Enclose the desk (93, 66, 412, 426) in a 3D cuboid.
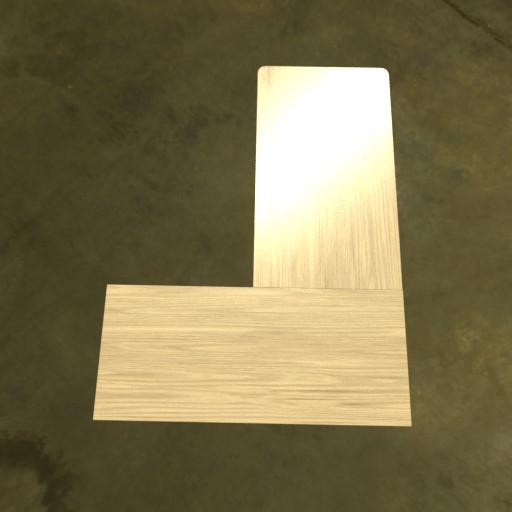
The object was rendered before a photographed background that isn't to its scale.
[{"bbox_3d":[0.000,0.000,1.763,0.900,0.760,1.170,1,76,0],"label":"desk"}]
